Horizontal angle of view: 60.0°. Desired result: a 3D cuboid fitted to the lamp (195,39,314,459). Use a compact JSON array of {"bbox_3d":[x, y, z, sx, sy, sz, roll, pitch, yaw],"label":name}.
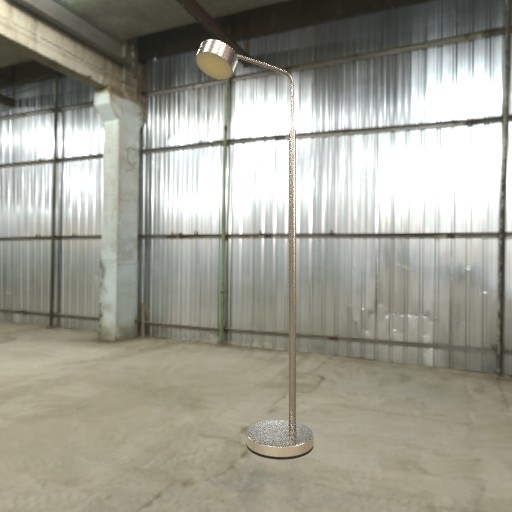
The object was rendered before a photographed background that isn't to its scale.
[{"bbox_3d":[0.000,0.000,1.408,0.421,1.250,0.222,0,0,-37],"label":"lamp"}]
